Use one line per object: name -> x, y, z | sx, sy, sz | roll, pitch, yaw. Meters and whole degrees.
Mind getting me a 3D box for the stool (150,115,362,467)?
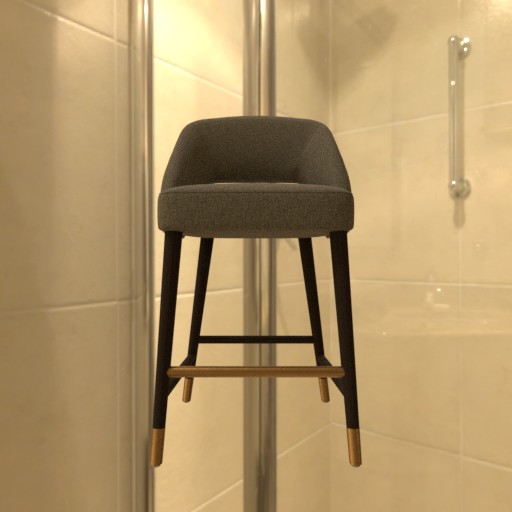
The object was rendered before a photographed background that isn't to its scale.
stool -> 0.000, 0.000, 1.226 | 0.536, 0.925, 0.524 | 0, 0, 0
